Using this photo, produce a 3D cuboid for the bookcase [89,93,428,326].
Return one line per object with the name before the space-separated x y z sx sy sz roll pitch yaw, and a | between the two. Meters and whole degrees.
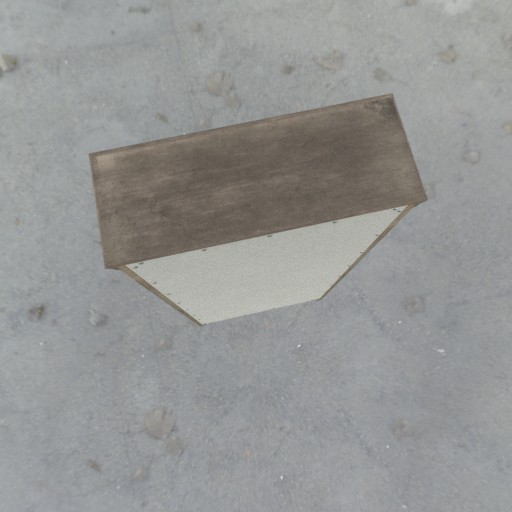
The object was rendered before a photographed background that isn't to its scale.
bookcase | 0.000 0.000 2.149 0.906 1.880 0.348 -12 76 -3
